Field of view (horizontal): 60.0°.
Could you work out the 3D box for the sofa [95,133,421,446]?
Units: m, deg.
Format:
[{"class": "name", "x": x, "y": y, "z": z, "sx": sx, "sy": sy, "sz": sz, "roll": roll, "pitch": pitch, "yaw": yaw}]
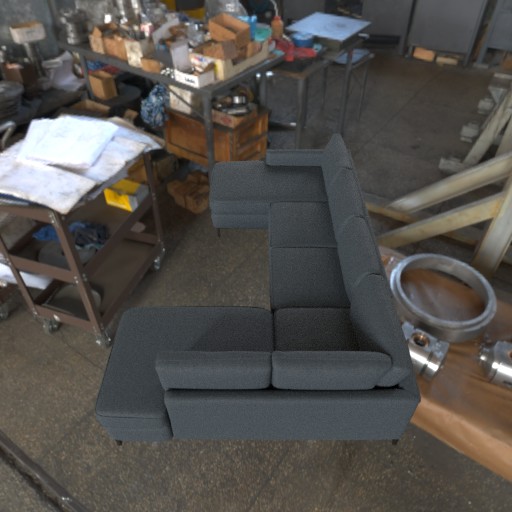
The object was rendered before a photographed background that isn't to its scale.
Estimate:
[{"class": "sofa", "x": 0.000, "y": 0.000, "z": 3.778, "sx": 1.984, "sy": 0.858, "sz": 2.975, "roll": 0, "pitch": 43, "yaw": 0}]
